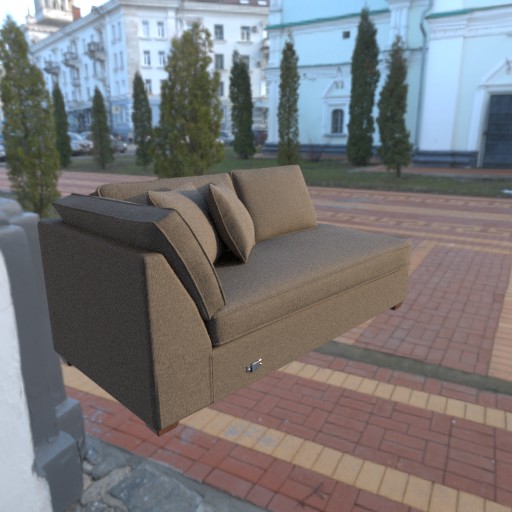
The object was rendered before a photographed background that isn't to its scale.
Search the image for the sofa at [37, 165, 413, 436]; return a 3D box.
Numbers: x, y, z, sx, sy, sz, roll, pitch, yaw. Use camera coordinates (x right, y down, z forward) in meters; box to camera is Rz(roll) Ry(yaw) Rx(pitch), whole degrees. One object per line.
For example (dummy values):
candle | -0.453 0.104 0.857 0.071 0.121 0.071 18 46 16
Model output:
sofa | 0.000 0.000 2.831 1.110 1.033 2.237 15 21 43
